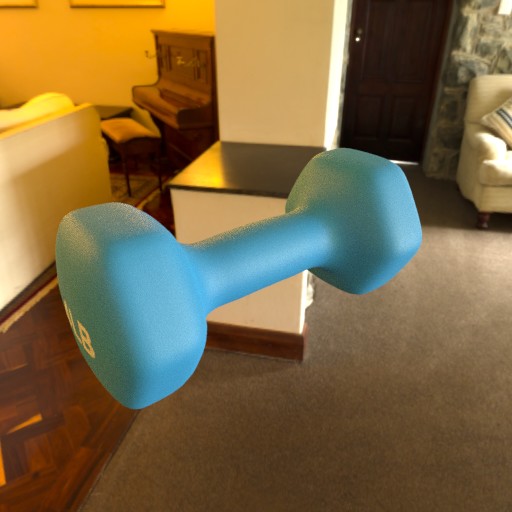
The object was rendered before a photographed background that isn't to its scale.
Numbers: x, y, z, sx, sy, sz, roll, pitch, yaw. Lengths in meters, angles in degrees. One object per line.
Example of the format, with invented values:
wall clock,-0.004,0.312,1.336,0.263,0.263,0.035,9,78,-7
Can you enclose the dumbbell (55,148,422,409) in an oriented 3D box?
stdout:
dumbbell,0.000,0.000,0.187,0.152,0.066,0.074,-20,34,-32
